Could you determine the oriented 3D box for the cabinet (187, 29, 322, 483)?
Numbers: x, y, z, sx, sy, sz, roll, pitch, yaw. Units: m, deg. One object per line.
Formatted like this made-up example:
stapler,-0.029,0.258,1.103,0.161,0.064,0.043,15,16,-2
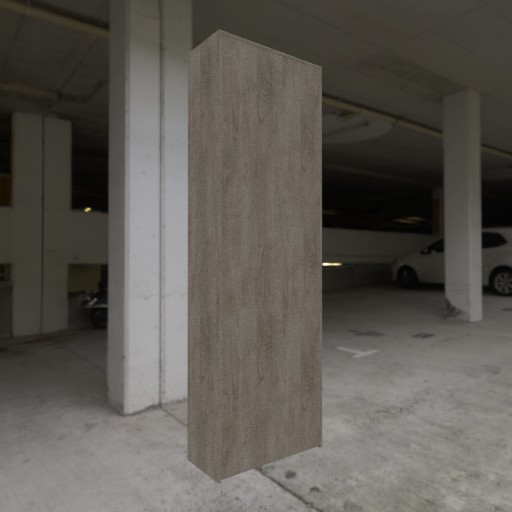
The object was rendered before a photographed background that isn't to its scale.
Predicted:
cabinet,0.000,0.000,1.846,0.520,1.630,0.250,0,-1,-37
